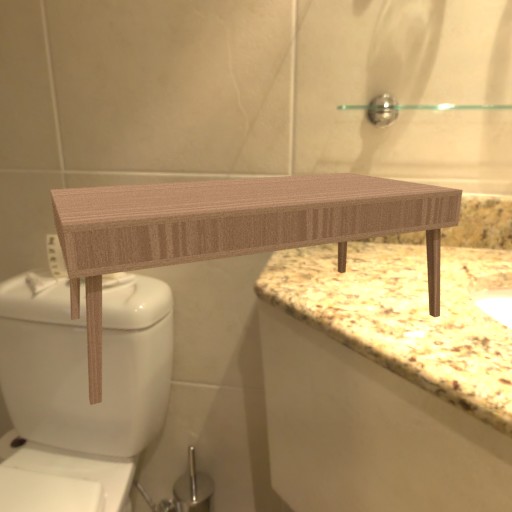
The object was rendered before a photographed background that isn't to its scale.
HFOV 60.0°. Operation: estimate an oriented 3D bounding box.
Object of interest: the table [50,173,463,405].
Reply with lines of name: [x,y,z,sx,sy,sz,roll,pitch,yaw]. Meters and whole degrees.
table: [0.000,0.000,1.504,1.200,0.450,0.600,-8,18,-25]
